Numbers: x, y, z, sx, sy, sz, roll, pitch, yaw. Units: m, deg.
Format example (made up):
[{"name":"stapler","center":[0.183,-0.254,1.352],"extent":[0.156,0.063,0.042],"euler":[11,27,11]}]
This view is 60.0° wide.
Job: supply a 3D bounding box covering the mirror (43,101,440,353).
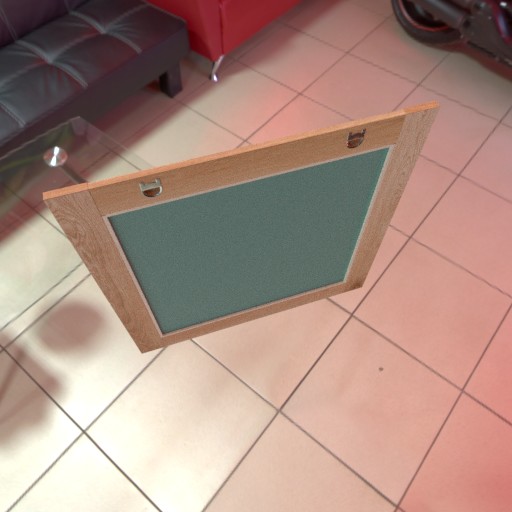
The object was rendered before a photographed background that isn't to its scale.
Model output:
[{"name":"mirror","center":[0.000,0.000,1.196],"extent":[0.800,0.800,0.020],"euler":[-16,59,-9]}]
